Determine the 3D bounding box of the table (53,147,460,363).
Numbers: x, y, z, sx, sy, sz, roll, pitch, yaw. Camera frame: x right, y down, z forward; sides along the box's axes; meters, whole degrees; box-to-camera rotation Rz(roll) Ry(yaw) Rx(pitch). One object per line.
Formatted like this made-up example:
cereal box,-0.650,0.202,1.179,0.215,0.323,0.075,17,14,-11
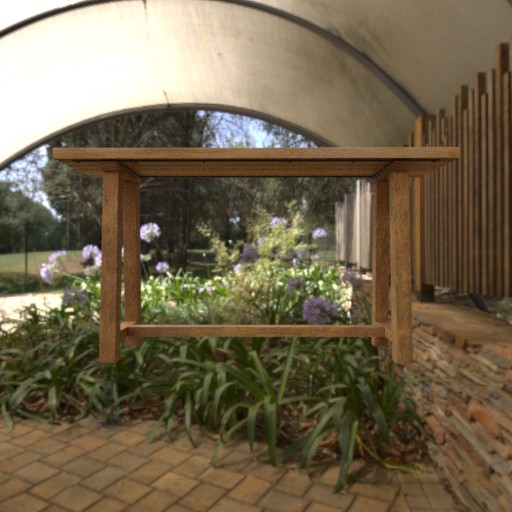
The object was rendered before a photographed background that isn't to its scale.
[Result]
table,0.000,0.000,1.861,1.524,0.810,0.405,0,0,0
